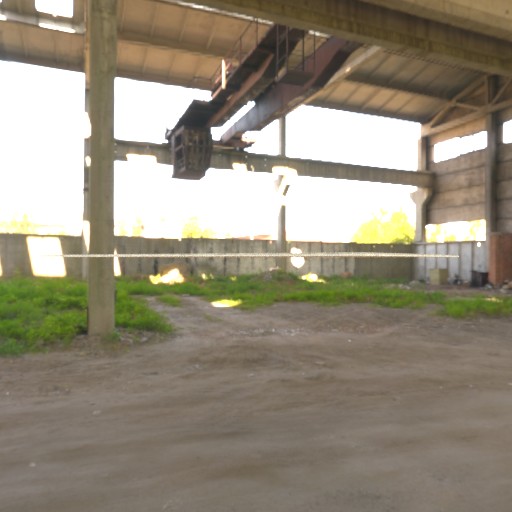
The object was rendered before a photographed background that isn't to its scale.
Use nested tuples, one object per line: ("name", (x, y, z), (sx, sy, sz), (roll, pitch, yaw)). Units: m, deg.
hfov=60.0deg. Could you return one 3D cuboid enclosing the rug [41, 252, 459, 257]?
("rug", (0.000, 0.000, 4.106), (3.038, 0.019, 2.420), (0, 0, 35))
